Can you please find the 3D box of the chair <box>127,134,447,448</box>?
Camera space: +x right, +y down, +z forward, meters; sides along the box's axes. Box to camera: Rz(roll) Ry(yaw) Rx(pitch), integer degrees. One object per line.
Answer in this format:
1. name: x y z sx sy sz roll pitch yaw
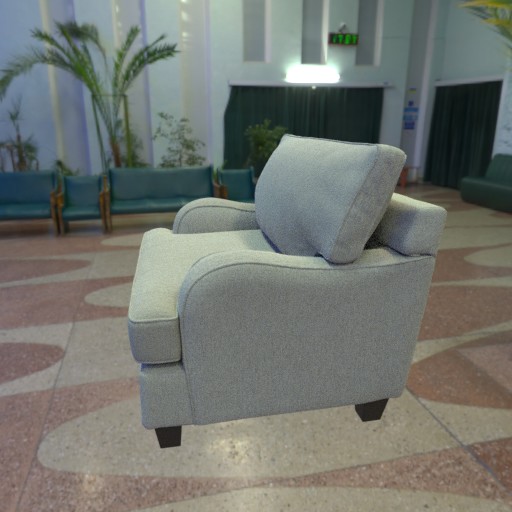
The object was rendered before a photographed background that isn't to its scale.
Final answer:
1. chair: 0.000 0.000 1.971 1.041 1.016 1.220 -3 17 -11
